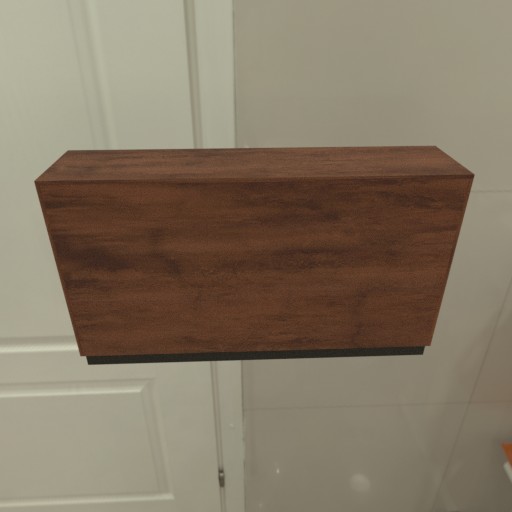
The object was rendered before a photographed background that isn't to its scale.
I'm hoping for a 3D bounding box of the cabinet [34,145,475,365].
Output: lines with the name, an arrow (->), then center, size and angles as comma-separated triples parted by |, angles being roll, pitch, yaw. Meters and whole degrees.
cabinet -> 0.000, 0.000, 2.015 | 1.600, 0.900, 0.420 | -1, 30, -2
